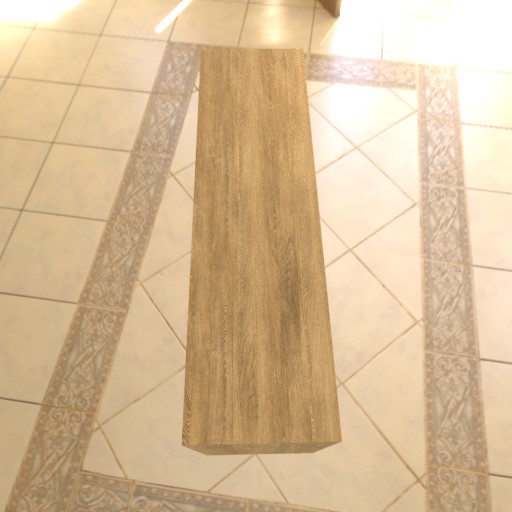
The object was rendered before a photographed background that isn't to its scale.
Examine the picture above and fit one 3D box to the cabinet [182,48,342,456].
[{"bbox_3d":[0.000,0.000,1.984,0.450,0.870,1.600,-1,64,-1],"label":"cabinet"}]
